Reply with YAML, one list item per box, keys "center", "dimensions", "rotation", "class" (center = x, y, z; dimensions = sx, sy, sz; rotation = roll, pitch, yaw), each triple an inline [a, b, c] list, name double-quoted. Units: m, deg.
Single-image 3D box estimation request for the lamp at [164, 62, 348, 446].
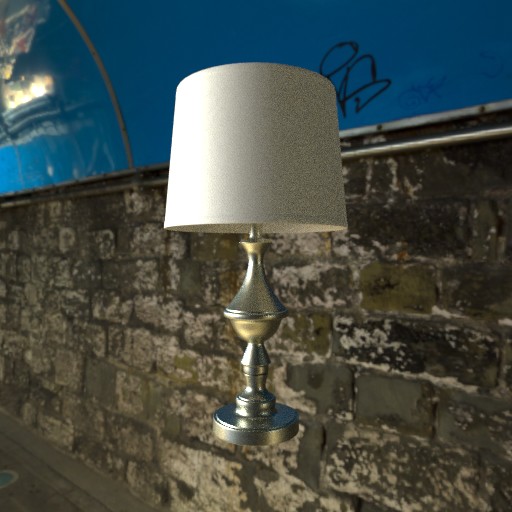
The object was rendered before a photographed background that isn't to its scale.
- center: [0.000, 0.000, 0.944]
  dimensions: [0.383, 0.733, 0.383]
  rotation: [0, 0, 0]
  class: "lamp"
